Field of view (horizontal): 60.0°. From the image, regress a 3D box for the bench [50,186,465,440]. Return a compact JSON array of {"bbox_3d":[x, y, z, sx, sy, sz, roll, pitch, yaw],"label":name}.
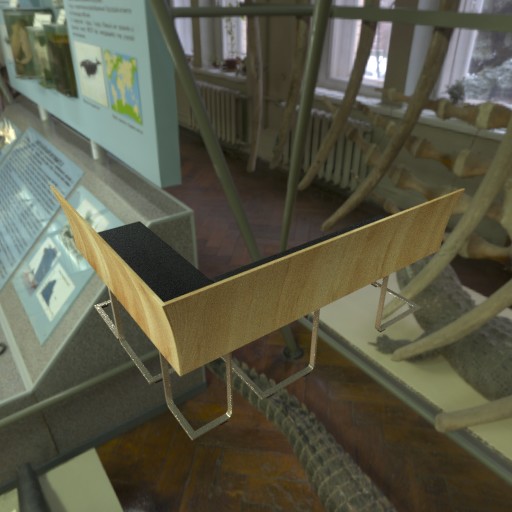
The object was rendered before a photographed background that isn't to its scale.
[{"bbox_3d":[0.000,0.000,2.844,1.945,0.930,1.495,-20,35,-31],"label":"bench"}]
